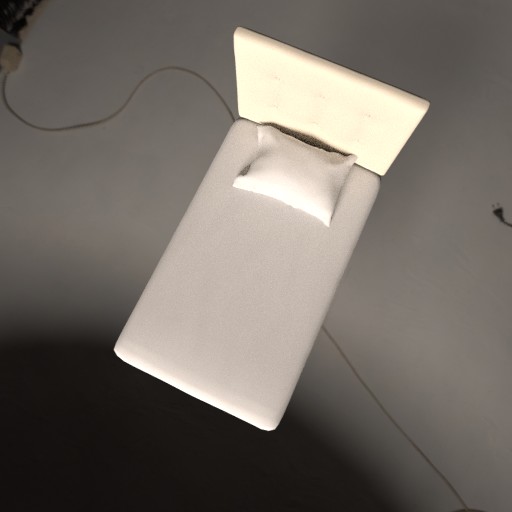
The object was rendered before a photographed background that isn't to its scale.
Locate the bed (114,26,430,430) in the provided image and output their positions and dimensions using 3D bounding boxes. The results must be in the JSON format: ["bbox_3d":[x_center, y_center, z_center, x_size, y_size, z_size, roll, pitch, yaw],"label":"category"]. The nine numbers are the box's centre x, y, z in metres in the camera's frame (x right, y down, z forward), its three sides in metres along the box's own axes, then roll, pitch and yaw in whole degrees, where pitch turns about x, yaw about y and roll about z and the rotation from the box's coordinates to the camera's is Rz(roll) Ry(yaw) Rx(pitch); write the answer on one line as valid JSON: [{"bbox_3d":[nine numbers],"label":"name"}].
[{"bbox_3d":[0.000,0.000,2.935,1.261,1.571,1.997,24,77,6],"label":"bed"}]
